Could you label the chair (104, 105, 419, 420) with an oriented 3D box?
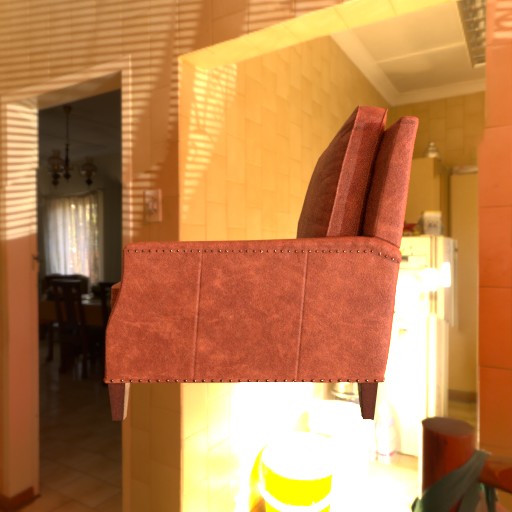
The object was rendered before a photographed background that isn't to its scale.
[{"bbox_3d":[0.000,0.000,1.826,1.035,1.054,0.854,0,1,0],"label":"chair"}]
